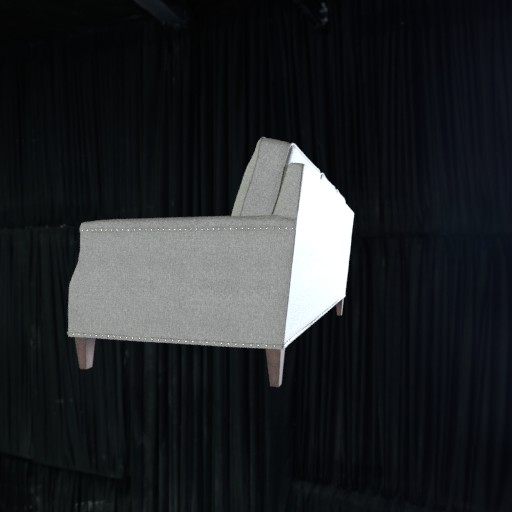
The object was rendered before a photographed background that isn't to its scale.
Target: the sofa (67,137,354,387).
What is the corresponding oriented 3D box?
[{"bbox_3d":[0.000,0.000,2.860,1.084,1.003,2.246,0,0,17],"label":"sofa"}]
